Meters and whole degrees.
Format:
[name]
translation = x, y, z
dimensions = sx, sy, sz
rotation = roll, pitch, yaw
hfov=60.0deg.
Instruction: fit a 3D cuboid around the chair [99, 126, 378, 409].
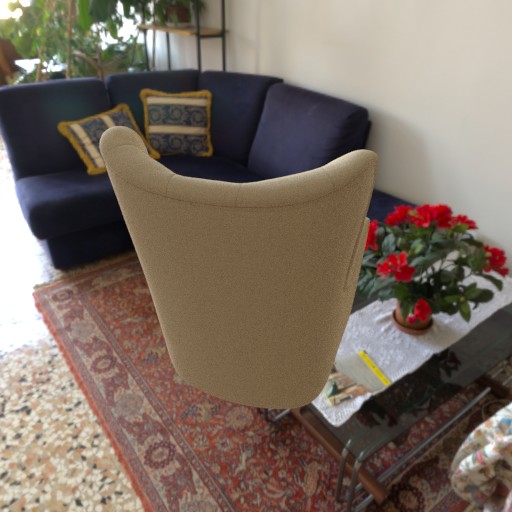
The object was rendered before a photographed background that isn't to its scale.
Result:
[chair]
translation = 0.000, 0.000, 1.750
dimensions = 0.831, 1.079, 0.929
rotation = 10, 33, 15
